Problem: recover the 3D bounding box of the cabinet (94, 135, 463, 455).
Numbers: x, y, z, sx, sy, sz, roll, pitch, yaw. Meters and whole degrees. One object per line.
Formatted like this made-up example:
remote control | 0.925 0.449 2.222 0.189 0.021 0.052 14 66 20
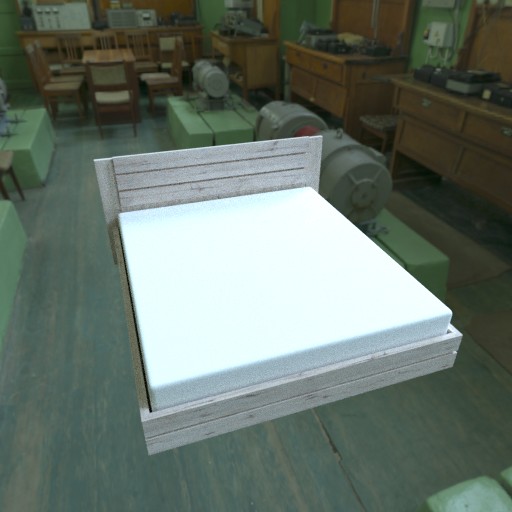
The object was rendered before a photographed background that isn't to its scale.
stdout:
cabinet | 0.000 0.000 3.123 1.950 0.970 2.080 -10 33 -16
